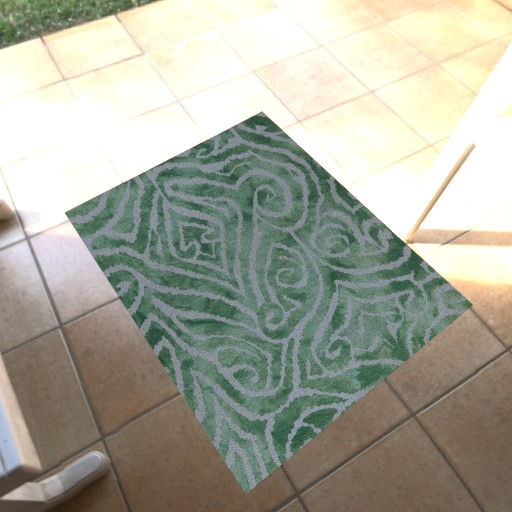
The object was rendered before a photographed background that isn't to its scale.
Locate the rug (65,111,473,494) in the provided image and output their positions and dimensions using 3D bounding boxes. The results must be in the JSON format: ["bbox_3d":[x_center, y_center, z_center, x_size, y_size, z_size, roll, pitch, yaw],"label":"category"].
[{"bbox_3d":[0.000,0.000,4.107,2.436,0.007,3.045,-32,64,-18],"label":"rug"}]
